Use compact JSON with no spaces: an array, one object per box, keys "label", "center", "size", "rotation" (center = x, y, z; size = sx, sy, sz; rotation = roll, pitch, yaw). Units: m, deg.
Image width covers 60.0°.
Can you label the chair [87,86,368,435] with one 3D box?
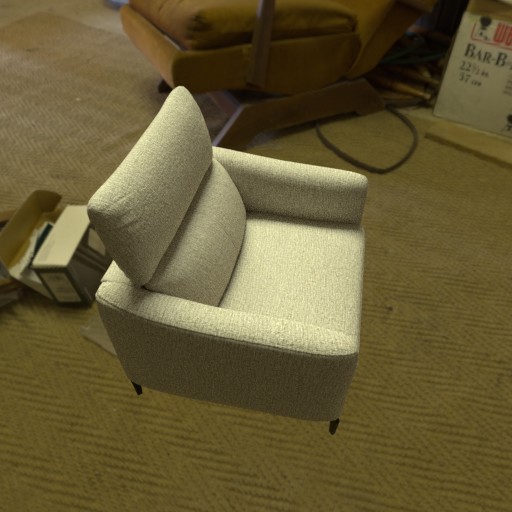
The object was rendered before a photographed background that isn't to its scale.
[{"label":"chair","center":[0.000,0.000,1.687],"size":[0.835,0.967,0.972],"rotation":[9,46,8]}]
